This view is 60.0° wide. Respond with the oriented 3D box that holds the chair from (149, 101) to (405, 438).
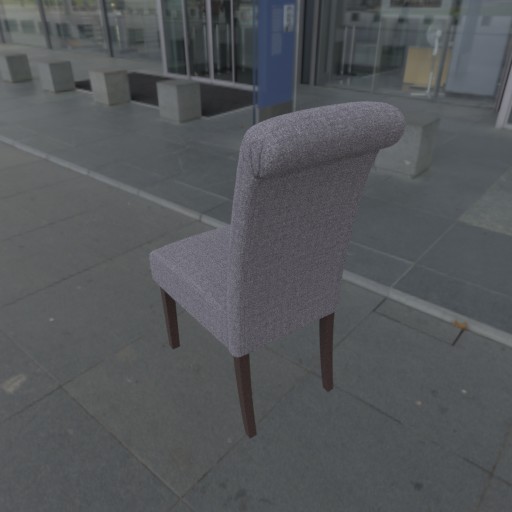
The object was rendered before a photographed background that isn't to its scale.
[{"bbox_3d":[0.000,0.000,1.396,0.456,1.006,0.671,-20,36,-30],"label":"chair"}]
